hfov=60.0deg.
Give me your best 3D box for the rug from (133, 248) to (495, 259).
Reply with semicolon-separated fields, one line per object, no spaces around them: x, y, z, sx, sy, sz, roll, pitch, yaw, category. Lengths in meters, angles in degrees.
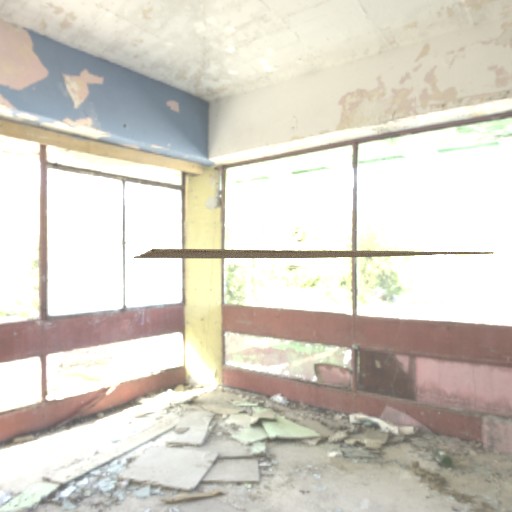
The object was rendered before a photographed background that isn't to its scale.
0.000;0.000;2.957;1.533;0.011;2.439;0;-1;-17;rug
